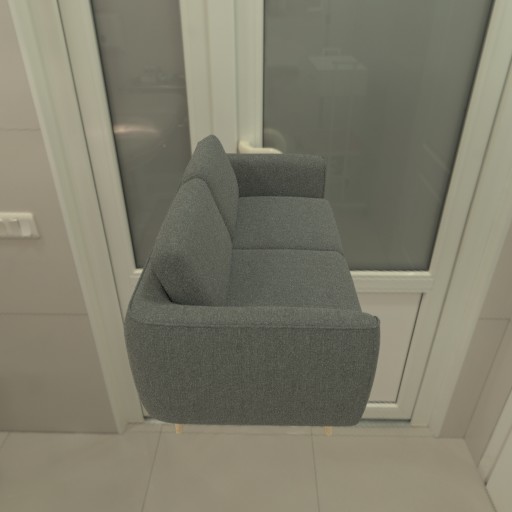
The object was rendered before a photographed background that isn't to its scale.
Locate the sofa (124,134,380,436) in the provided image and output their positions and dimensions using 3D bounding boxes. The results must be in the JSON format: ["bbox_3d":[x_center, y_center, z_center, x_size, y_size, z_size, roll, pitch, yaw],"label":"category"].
[{"bbox_3d":[0.000,0.000,2.218,0.920,0.870,1.700,1,32,1],"label":"sofa"}]
